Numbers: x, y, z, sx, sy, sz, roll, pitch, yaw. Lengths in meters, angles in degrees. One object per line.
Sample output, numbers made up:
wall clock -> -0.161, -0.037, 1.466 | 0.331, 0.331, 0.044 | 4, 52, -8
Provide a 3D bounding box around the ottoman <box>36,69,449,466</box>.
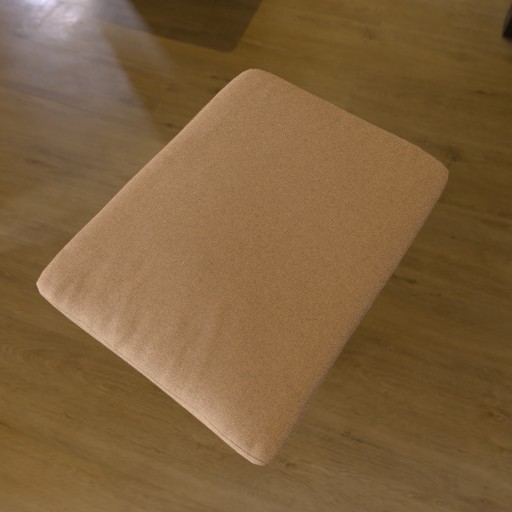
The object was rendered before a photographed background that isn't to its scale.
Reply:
ottoman -> 0.000, 0.000, 1.284 | 0.692, 0.511, 0.902 | 32, 68, 15
